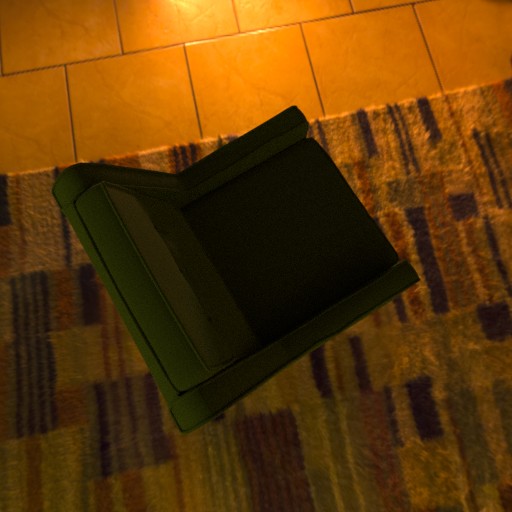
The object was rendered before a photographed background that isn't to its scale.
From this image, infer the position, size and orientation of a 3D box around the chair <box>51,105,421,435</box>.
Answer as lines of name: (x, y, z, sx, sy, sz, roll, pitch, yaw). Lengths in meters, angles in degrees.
chair: (0.000, 0.000, 1.334, 0.743, 0.792, 0.663, -31, 78, -7)
